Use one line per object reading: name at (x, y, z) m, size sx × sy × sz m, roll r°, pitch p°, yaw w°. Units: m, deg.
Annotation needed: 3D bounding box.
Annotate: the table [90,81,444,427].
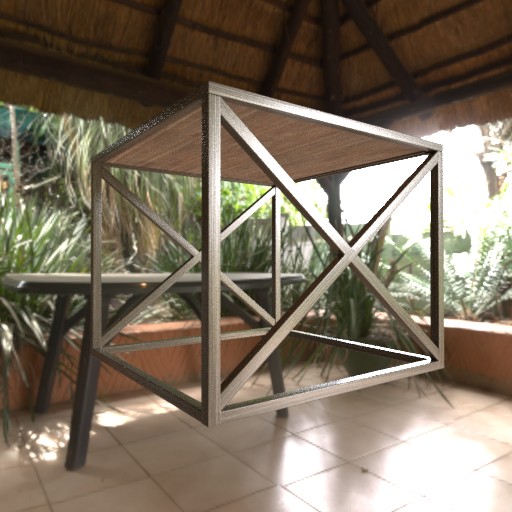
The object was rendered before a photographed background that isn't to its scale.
table at (0.000, 0.000, 1.072) m, size 0.611 × 0.507 × 0.609 m, roll 0°, pitch -1°, yaw -36°
